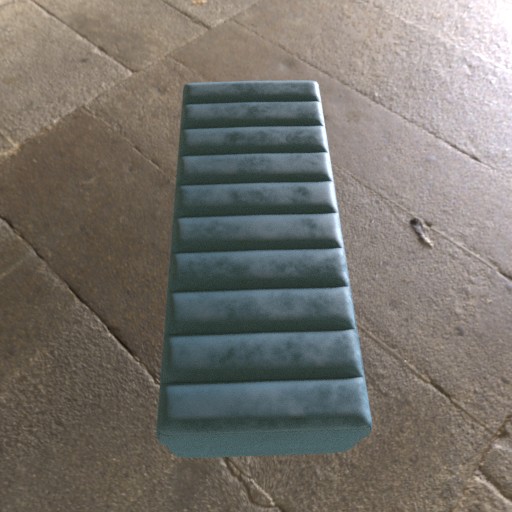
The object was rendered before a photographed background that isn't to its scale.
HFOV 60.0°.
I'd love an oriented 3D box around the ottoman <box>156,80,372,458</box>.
[{"bbox_3d":[0.000,0.000,1.407,0.482,0.469,1.151,-2,59,-1],"label":"ottoman"}]
